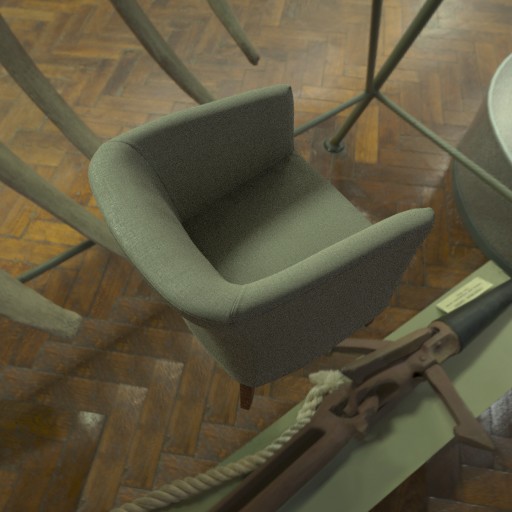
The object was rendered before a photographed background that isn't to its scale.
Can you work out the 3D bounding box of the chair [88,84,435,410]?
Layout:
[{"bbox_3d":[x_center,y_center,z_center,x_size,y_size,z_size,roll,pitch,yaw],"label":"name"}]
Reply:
[{"bbox_3d":[0.000,0.000,1.282,0.668,0.771,0.600,-31,63,-18],"label":"chair"}]
